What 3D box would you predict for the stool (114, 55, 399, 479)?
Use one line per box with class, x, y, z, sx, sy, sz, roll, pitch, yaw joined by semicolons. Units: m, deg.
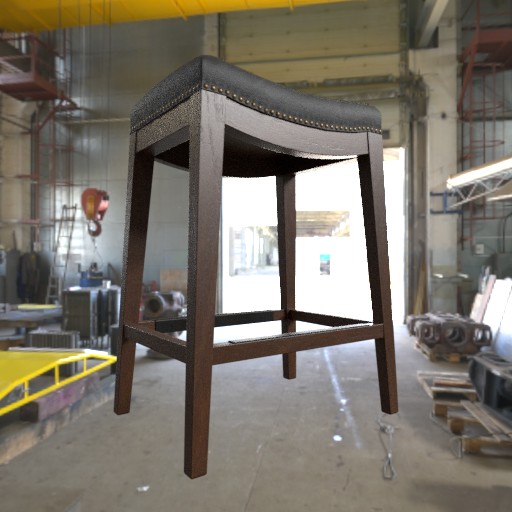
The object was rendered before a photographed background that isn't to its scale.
stool;0.000;0.000;0.940;0.490;0.664;0.353;0;0;-36
